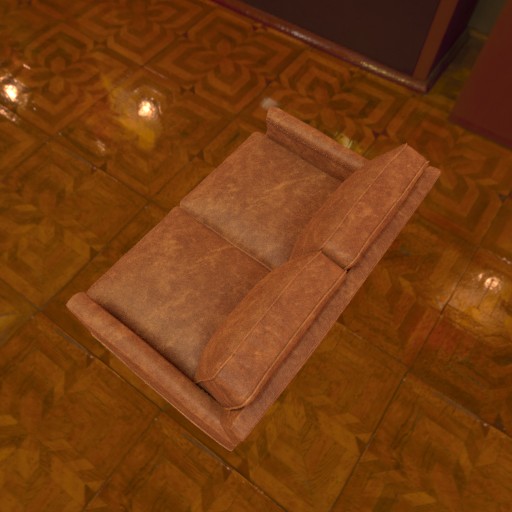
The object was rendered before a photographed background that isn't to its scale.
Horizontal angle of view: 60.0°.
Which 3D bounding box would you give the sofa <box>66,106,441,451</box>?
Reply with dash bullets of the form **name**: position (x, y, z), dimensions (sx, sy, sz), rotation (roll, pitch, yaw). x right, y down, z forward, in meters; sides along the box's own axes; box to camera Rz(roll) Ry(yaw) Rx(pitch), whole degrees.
- **sofa**: position (0.000, 0.000, 2.265), dimensions (1.084, 1.003, 1.597), rotation (35, 67, 17)
